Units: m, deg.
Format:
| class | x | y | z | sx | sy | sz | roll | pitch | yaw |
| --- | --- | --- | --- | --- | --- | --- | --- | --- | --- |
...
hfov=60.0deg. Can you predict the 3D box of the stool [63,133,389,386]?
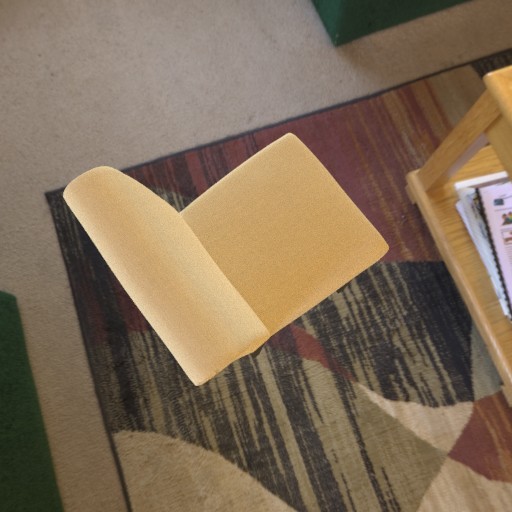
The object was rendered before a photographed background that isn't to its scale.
| class | x | y | z | sx | sy | sz | roll | pitch | yaw |
| --- | --- | --- | --- | --- | --- | --- | --- | --- | --- |
| stool | 0.000 | 0.000 | 1.289 | 0.597 | 0.976 | 0.452 | -36 | 78 | -9 |
